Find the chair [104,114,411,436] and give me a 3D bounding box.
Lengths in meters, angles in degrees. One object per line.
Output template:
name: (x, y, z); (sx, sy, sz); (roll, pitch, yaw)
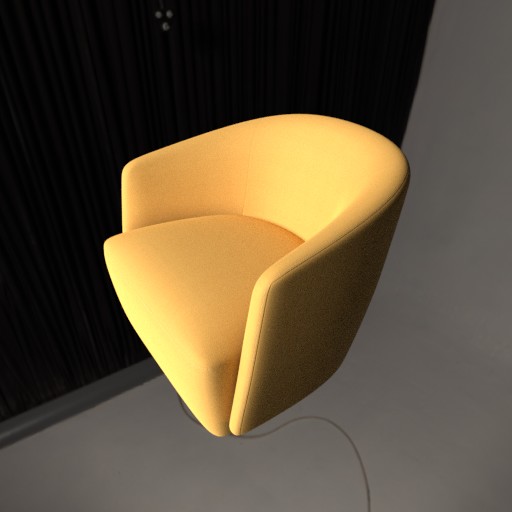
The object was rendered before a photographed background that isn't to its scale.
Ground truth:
chair: (0.000, 0.000, 1.347); (0.767, 0.698, 0.773); (-20, 38, -29)
